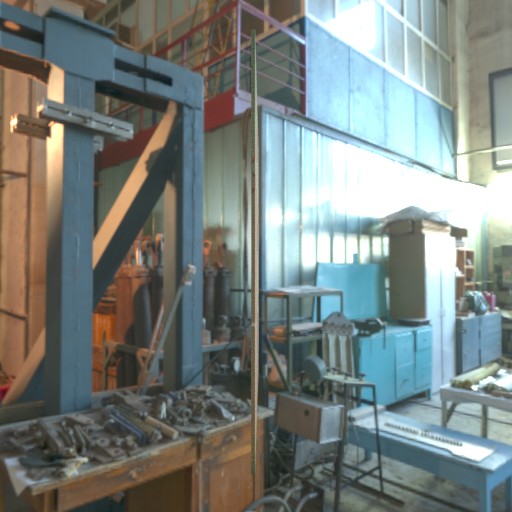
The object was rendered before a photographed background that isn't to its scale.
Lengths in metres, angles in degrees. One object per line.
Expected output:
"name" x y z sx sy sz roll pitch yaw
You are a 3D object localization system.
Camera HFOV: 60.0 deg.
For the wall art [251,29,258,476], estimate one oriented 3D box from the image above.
"wall art" 0.000 0.000 2.268 0.013 1.523 1.517 0 -2 1
